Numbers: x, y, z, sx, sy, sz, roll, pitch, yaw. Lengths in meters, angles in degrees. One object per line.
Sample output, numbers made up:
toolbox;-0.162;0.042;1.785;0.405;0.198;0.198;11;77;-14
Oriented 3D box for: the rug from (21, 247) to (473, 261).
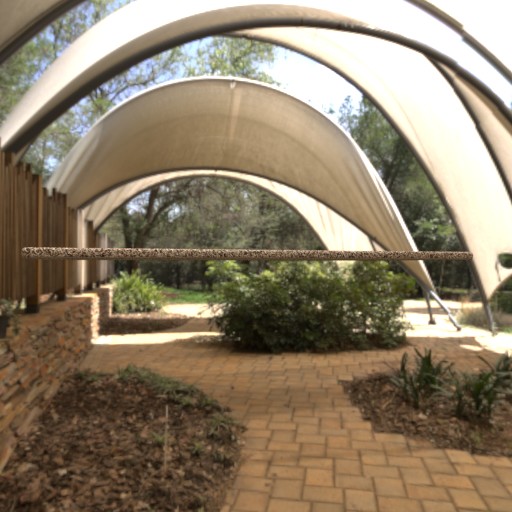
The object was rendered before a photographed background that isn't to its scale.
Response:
rug;0.000;0.000;1.704;1.524;0.030;0.609;0;-1;-19
